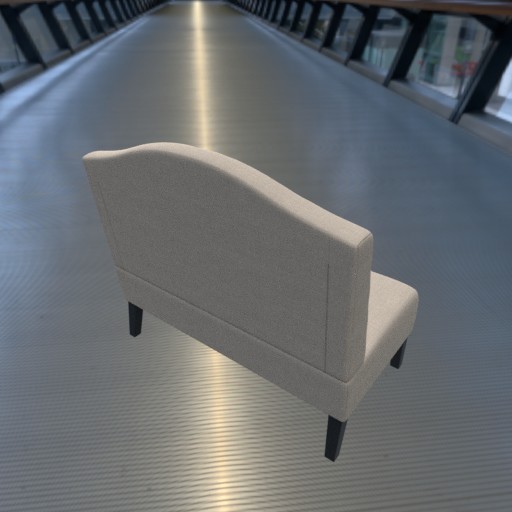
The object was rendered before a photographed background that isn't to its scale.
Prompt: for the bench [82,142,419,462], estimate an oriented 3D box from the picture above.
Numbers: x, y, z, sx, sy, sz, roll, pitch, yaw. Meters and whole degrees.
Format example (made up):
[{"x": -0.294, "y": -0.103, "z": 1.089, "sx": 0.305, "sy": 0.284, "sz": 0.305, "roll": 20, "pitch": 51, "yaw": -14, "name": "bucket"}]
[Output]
[{"x": 0.000, "y": 0.000, "z": 2.062, "sx": 1.335, "sy": 1.180, "sz": 0.815, "roll": 21, "pitch": 36, "yaw": 32, "name": "bench"}]
